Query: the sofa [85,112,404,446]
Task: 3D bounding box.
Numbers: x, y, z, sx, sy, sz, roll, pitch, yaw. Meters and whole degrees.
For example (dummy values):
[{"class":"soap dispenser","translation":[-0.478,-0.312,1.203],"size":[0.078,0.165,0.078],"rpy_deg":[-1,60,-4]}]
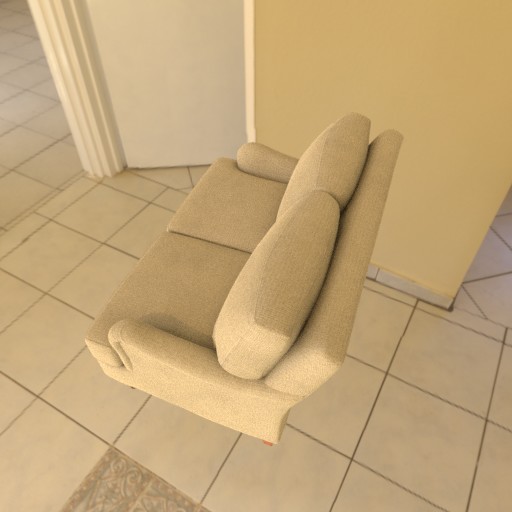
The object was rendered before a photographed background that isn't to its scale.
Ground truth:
[{"class":"sofa","translation":[0.000,0.000,2.212],"size":[1.087,0.999,1.480],"rpy_deg":[15,48,14]}]
